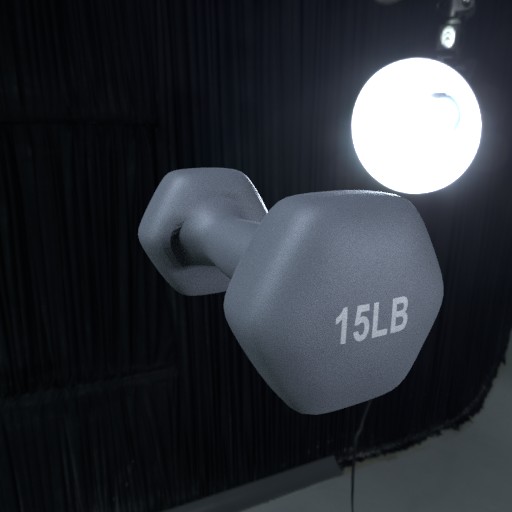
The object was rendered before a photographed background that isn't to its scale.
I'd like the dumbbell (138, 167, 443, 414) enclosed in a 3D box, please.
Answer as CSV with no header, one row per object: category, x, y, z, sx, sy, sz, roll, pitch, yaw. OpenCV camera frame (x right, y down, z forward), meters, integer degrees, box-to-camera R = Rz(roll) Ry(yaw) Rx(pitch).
dumbbell,0.000,0.000,0.298,0.116,0.105,0.240,-7,17,-25
